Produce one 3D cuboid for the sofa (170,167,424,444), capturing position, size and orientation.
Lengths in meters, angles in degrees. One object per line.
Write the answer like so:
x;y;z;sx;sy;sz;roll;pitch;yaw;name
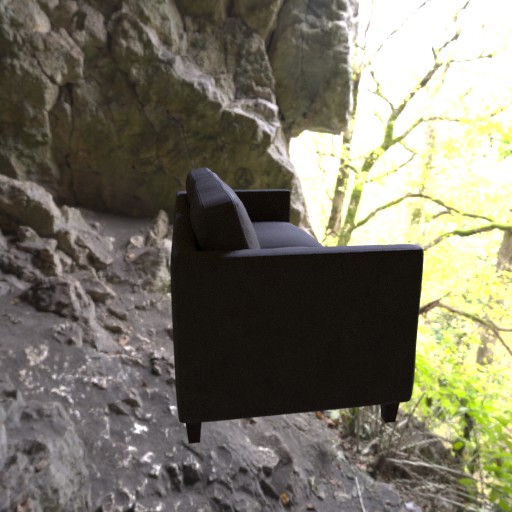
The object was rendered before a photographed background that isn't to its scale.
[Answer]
0.000;0.000;2.644;0.951;0.965;2.208;-2;14;-9;sofa
